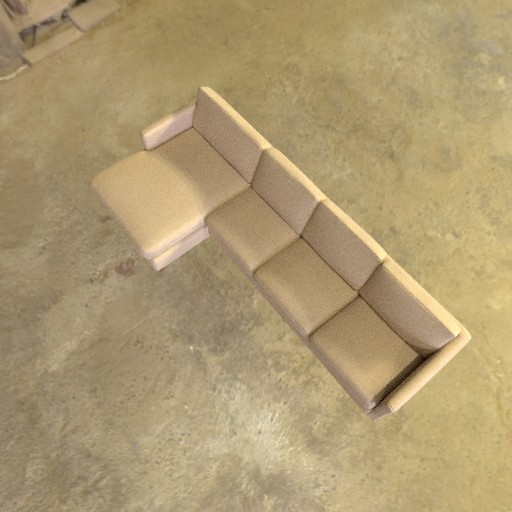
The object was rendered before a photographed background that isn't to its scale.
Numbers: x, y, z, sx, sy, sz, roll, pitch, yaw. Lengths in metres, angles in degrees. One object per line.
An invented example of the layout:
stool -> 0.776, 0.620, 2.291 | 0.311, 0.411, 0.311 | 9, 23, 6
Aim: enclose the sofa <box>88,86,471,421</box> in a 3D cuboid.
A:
sofa -> 0.000, 0.000, 3.757 | 1.502, 0.876, 3.201 | -36, 69, -16
